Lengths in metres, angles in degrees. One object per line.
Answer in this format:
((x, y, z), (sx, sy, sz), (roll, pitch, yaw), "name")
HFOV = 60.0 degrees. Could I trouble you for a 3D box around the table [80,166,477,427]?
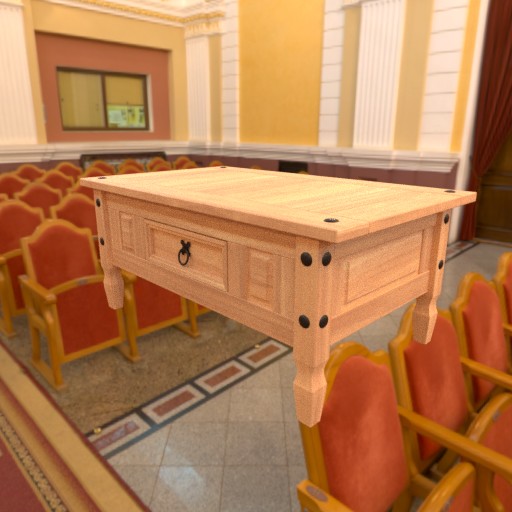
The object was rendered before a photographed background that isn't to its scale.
((0.000, 0.000, 1.334), (0.600, 0.437, 1.000), (-16, 23, -42), "table")
